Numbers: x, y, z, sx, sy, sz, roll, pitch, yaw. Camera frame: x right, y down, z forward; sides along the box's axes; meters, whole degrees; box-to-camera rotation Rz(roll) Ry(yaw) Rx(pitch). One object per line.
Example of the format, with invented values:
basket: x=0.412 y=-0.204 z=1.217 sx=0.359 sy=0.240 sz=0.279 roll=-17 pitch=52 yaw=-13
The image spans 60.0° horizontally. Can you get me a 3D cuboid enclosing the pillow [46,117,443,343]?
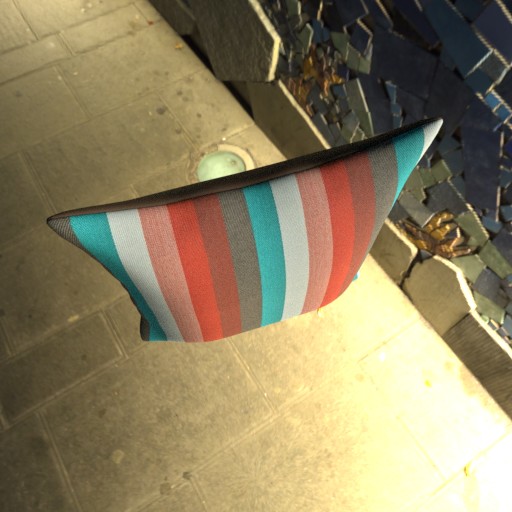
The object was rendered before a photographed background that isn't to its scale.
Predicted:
pillow: x=0.000 y=0.000 z=0.680 sx=0.453 sy=0.443 sz=0.168 roll=-16 pitch=64 yaw=-8
